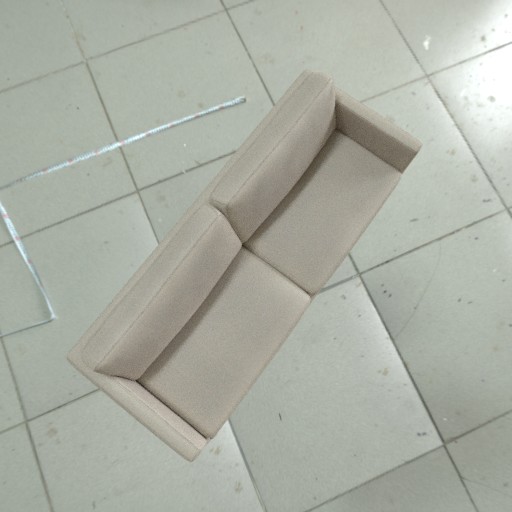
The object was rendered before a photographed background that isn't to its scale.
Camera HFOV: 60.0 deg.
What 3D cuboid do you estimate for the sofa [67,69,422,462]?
[{"bbox_3d":[0.000,0.000,2.894,0.951,0.968,2.361,36,79,8],"label":"sofa"}]
